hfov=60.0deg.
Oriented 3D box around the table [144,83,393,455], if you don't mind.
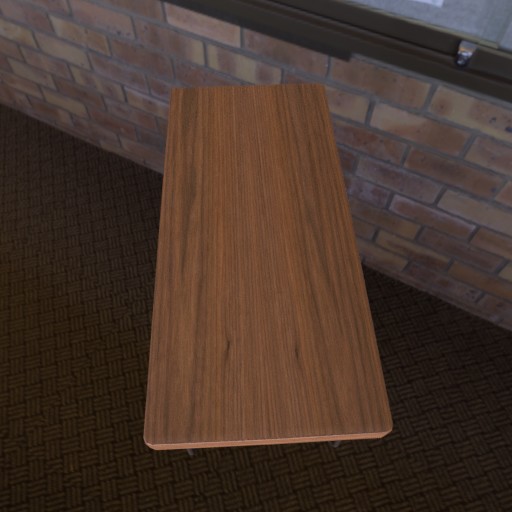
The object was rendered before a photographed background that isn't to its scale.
[{"bbox_3d":[0.000,0.000,1.670,0.637,0.468,1.375,-2,58,-2],"label":"table"}]
